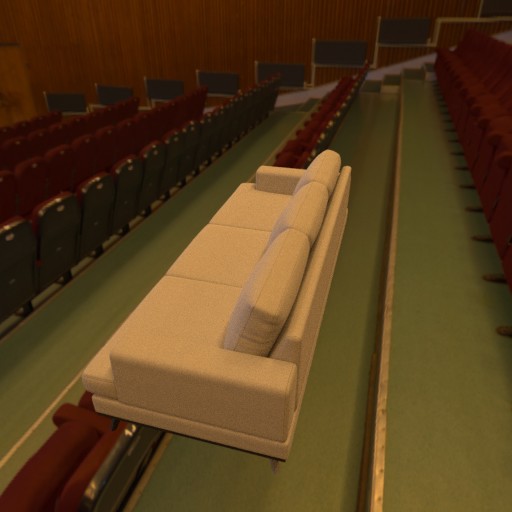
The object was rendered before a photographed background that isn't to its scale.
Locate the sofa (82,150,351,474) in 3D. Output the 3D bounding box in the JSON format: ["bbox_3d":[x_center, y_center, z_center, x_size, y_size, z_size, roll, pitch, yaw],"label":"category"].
[{"bbox_3d":[0.000,0.000,2.720,0.920,0.810,2.310,8,32,14],"label":"sofa"}]
